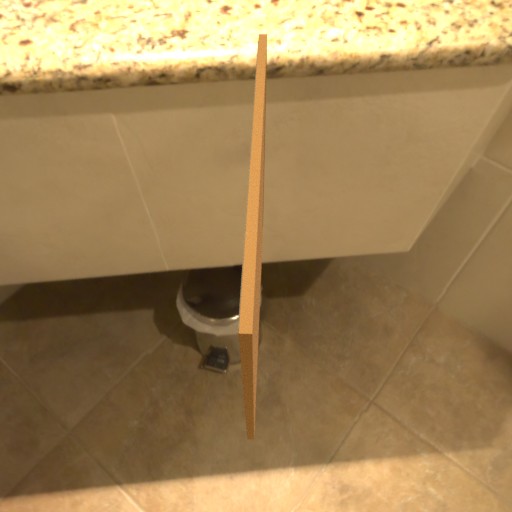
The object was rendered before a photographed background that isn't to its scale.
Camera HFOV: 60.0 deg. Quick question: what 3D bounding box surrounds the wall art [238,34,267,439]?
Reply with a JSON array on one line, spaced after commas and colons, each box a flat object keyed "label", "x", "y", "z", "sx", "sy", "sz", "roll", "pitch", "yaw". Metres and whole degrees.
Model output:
[{"label": "wall art", "x": 0.000, "y": 0.000, "z": 0.696, "sx": 0.013, "sy": 0.455, "sz": 0.457, "roll": 2, "pitch": 57, "yaw": 1}]
